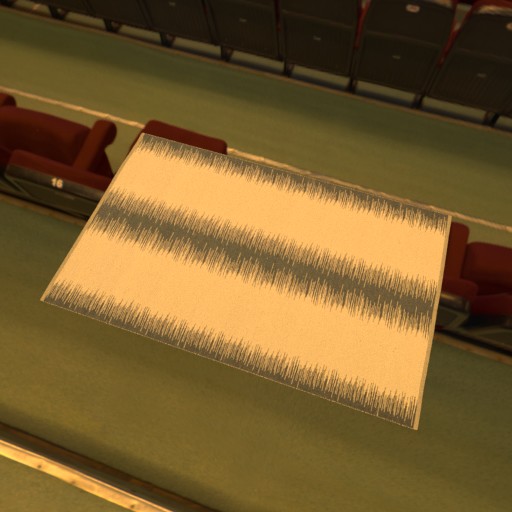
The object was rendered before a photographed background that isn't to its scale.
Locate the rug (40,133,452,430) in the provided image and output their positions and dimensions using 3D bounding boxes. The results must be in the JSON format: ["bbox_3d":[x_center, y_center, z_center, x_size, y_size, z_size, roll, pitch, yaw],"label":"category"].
[{"bbox_3d":[0.000,0.000,3.021,2.453,0.003,1.519,17,63,9],"label":"rug"}]
